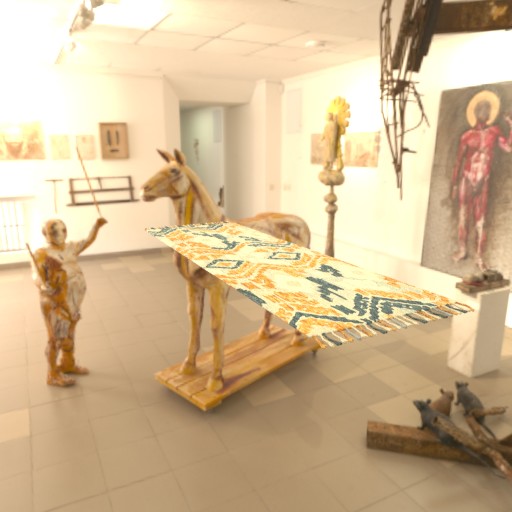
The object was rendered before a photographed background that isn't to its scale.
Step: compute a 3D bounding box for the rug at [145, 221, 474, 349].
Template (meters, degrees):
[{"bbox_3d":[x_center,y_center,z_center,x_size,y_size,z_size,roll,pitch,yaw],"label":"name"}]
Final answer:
[{"bbox_3d":[0.000,0.000,2.676,0.783,0.010,2.437,-7,16,-27],"label":"rug"}]
